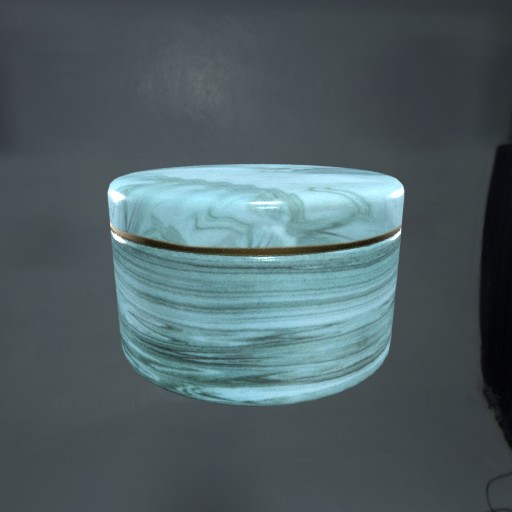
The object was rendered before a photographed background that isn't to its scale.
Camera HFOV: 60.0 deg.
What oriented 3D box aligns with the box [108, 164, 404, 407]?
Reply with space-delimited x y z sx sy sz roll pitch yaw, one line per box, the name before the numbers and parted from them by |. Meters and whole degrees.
box | 0.000 0.000 0.166 0.101 0.063 0.101 0 16 0
